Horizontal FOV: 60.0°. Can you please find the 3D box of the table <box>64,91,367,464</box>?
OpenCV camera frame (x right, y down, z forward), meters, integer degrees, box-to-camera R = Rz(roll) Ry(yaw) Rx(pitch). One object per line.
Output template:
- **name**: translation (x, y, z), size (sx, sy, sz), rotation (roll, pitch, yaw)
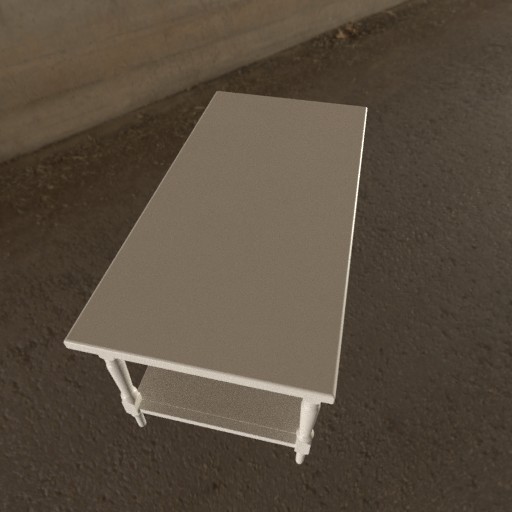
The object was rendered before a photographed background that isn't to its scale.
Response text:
- **table**: translation (0.000, 0.000, 1.410), size (0.550, 0.510, 1.107), rotation (9, 47, 9)
